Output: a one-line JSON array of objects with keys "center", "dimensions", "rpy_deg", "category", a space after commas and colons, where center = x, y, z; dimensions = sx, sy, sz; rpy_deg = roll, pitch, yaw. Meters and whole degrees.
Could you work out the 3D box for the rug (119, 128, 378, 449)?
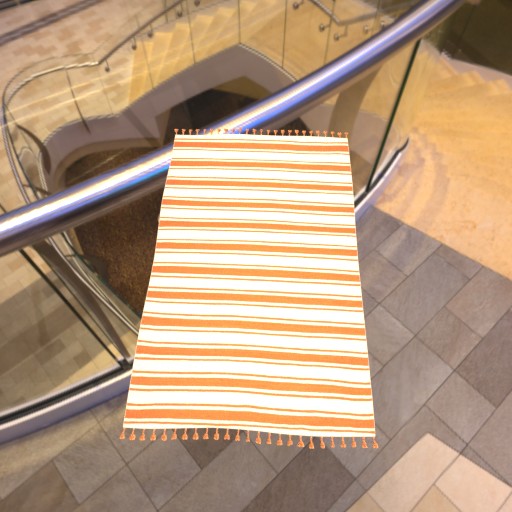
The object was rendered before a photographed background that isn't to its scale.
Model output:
[{"center": [0.000, 0.000, 2.629], "dimensions": [1.232, 0.017, 2.092], "rpy_deg": [2, 60, 1], "category": "rug"}]
